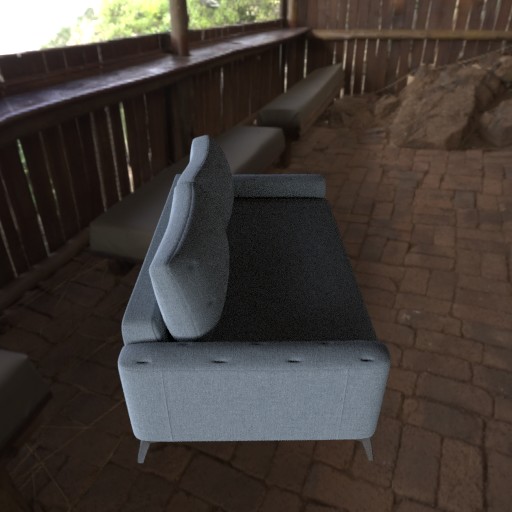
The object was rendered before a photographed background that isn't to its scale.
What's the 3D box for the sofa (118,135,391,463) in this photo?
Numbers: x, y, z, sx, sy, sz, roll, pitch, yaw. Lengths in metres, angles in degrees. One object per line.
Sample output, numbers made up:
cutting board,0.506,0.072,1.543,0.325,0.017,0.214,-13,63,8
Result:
sofa,0.000,0.000,2.135,0.920,0.790,1.650,0,32,-1
